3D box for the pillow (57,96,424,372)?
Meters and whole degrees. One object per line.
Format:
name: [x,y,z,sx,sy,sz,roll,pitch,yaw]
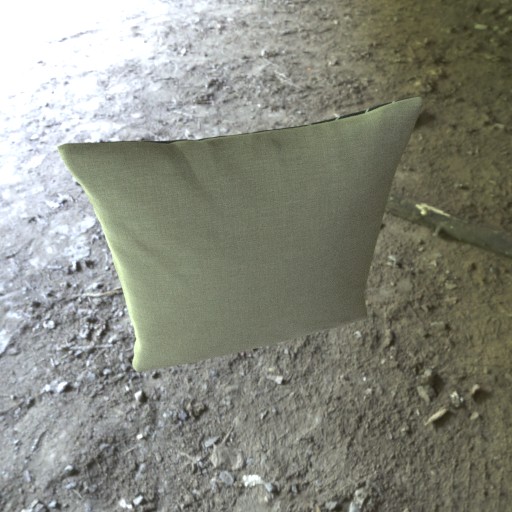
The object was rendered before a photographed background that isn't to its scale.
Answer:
pillow: [0.000,0.000,0.774,0.517,0.508,0.158,-11,44,-12]
